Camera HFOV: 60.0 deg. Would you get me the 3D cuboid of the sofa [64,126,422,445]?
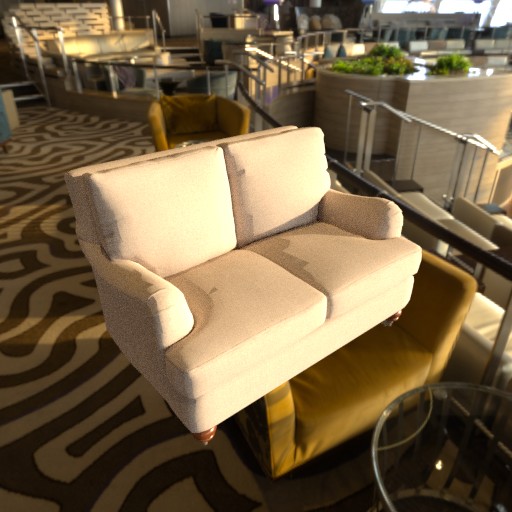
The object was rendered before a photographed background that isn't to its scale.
[{"bbox_3d":[0.000,0.000,2.291,1.508,1.048,1.087,-22,36,-33],"label":"sofa"}]
